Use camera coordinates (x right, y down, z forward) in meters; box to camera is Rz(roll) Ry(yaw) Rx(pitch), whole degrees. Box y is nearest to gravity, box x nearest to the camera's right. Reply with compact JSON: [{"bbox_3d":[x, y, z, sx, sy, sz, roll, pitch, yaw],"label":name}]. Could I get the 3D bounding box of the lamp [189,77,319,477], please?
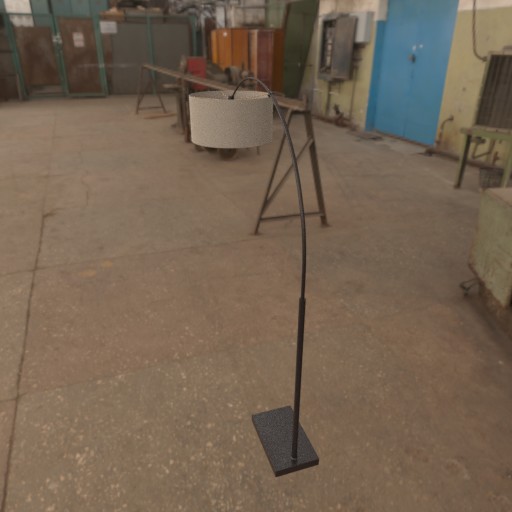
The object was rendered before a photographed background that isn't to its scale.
[{"bbox_3d":[0.000,0.000,2.581,0.493,1.927,1.424,-8,27,-16],"label":"lamp"}]
